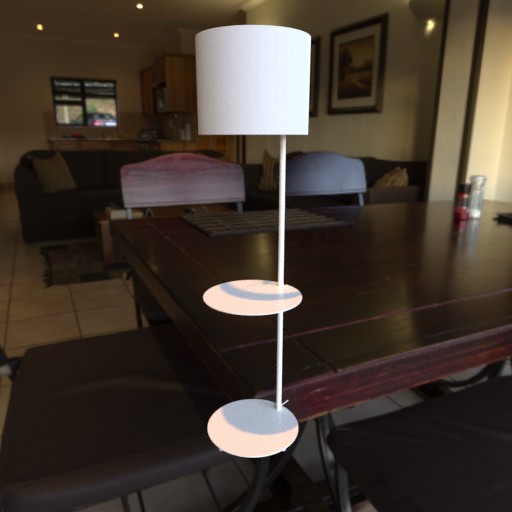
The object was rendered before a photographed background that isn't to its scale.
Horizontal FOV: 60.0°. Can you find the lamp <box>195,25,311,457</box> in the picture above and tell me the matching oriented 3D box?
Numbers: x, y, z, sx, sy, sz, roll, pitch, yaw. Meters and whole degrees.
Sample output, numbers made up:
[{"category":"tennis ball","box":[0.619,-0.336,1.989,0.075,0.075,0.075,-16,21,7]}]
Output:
[{"category":"lamp","box":[0.000,0.000,1.638,0.405,1.465,0.372,-15,21,-43]}]
